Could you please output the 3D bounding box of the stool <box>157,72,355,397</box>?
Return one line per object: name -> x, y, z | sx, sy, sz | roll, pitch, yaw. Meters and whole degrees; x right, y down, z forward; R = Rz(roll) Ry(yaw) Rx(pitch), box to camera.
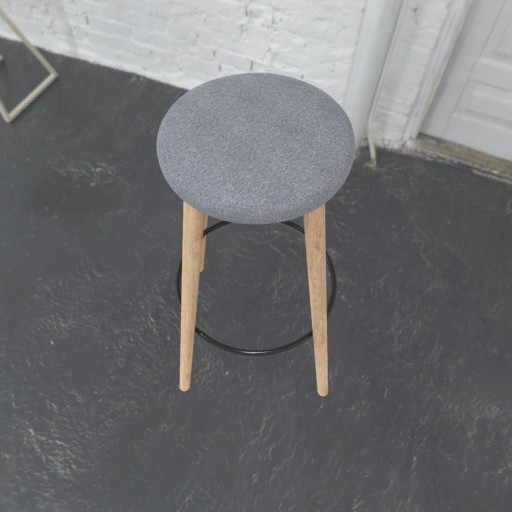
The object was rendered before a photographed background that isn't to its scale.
stool -> 0.000, 0.000, 1.011 | 0.410, 0.770, 0.410 | 2, 57, 1
